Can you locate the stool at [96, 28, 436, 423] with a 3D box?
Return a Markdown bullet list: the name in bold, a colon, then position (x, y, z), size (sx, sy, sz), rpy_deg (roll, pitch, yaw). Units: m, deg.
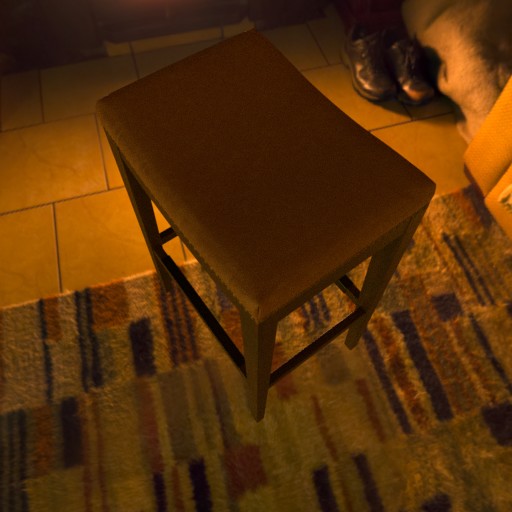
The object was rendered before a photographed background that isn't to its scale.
- **stool**: position (0.000, 0.000, 1.014), size (0.361, 0.759, 0.500), rpy_deg (-33, 66, -17)
